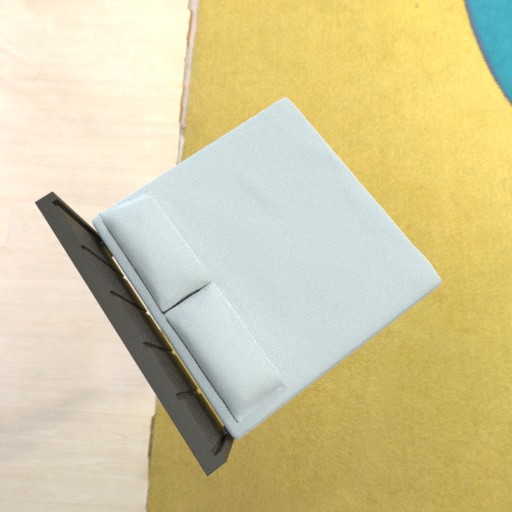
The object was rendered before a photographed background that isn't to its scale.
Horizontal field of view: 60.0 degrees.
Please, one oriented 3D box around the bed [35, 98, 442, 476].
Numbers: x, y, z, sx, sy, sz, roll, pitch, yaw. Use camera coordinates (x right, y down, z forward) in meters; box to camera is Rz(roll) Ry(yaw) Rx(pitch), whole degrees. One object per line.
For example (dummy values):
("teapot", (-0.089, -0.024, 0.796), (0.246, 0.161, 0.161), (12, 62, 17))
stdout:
("bed", (0.000, 0.000, 3.615), (2.238, 1.261, 2.143), (-35, 77, -9))
